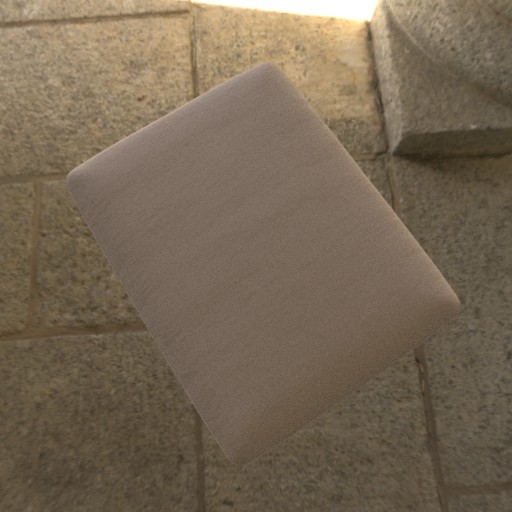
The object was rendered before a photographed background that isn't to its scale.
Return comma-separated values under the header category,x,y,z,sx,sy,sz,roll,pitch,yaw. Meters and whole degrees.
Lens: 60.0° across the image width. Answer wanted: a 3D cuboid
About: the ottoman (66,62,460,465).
category,x,y,z,sx,sy,sz,roll,pitch,yaw
ottoman,0.000,0.000,1.127,0.606,0.420,0.771,-32,78,-8
